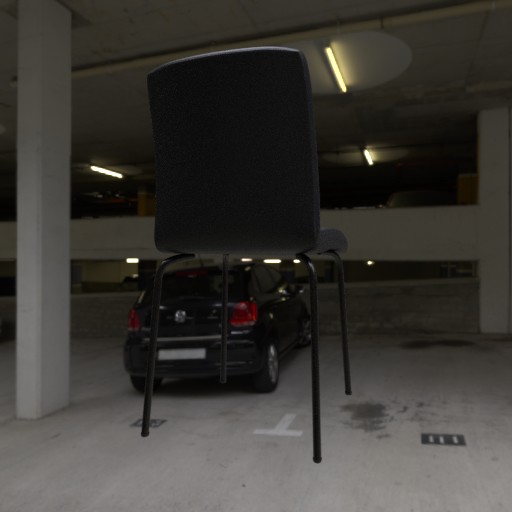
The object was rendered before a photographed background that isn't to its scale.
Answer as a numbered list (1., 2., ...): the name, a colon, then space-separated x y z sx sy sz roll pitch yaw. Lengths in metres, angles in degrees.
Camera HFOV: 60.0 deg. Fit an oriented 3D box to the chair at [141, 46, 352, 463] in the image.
1. chair: 0.000 0.000 1.206 0.450 0.872 0.572 0 0 19
